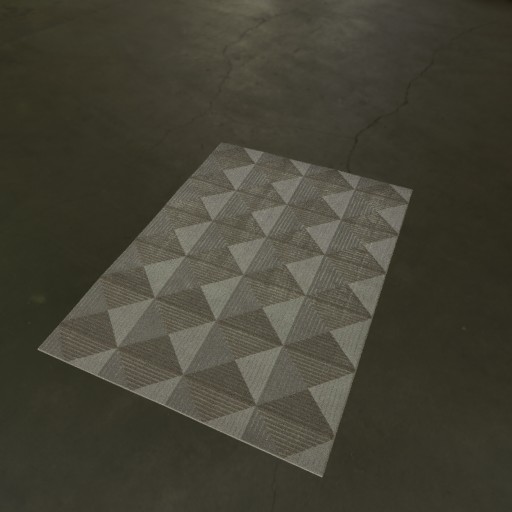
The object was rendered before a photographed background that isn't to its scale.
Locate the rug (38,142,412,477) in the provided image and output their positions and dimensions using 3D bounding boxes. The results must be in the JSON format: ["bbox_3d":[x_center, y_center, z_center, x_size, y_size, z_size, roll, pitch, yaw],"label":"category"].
[{"bbox_3d":[0.000,0.000,4.320,2.428,0.027,3.333,18,49,16],"label":"rug"}]
